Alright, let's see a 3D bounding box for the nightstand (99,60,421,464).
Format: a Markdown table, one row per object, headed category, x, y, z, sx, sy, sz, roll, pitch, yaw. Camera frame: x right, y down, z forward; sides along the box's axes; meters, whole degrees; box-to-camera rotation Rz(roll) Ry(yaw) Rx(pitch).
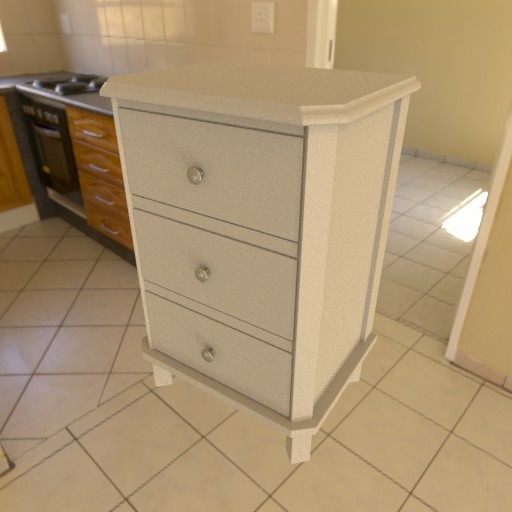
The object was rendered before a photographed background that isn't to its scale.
| category | x | y | z | sx | sy | sz | roll | pitch | yaw |
| --- | --- | --- | --- | --- | --- | --- | --- | --- | --- |
| nightstand | 0.000 | 0.000 | 0.904 | 0.450 | 0.680 | 0.350 | 18 | 34 | 29 |
